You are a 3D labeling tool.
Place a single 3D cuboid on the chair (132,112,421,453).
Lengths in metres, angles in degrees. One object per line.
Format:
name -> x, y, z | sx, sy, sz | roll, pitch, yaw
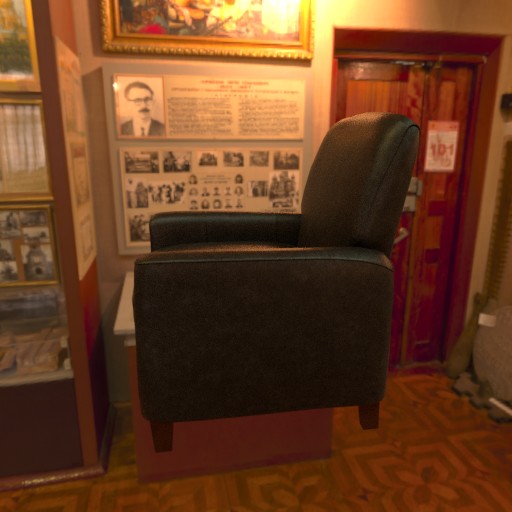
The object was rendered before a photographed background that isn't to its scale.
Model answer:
chair -> 0.000, 0.000, 1.630 | 0.864, 1.014, 0.848 | -2, 15, -9
